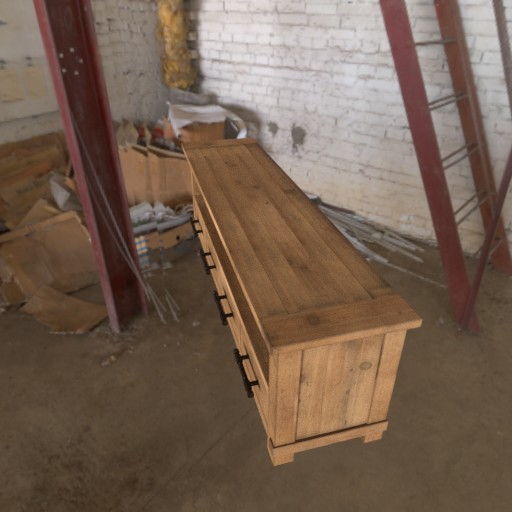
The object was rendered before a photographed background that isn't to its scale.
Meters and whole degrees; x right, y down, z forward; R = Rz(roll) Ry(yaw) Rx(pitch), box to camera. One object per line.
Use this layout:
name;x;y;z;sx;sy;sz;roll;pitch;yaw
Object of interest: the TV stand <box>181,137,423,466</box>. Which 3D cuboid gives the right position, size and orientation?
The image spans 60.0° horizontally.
TV stand;0.000;0.000;2.048;0.453;0.573;1.804;-8;32;-13
